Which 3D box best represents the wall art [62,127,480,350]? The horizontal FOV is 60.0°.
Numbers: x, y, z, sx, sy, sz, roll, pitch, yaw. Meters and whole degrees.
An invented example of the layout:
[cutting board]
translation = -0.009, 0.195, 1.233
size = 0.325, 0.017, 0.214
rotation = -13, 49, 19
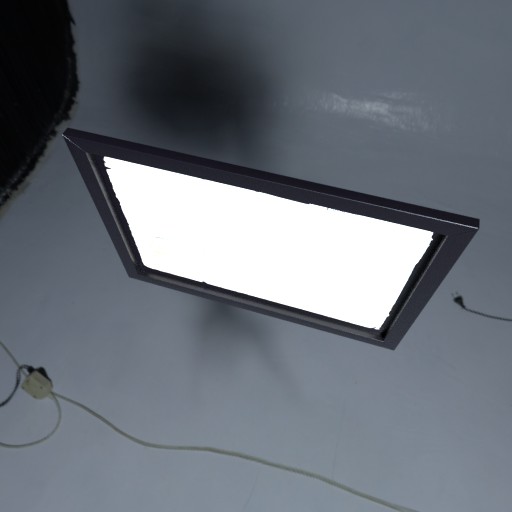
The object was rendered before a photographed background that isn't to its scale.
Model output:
[wall art]
translation = 0.000, 0.000, 0.580
size = 0.440, 0.306, 0.013
rotation = 14, 58, 9
